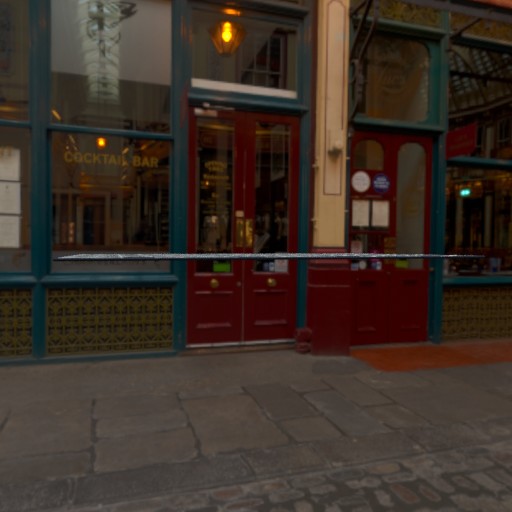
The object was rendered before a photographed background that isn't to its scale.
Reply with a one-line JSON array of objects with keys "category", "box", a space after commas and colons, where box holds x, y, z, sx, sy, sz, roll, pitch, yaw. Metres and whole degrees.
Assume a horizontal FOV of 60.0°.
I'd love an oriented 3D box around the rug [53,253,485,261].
[{"category": "rug", "box": [0.000, 0.000, 2.917, 2.294, 0.014, 1.528, 0, 1, -18]}]
